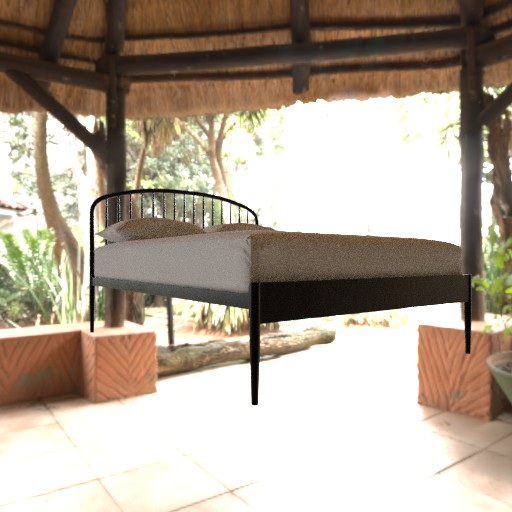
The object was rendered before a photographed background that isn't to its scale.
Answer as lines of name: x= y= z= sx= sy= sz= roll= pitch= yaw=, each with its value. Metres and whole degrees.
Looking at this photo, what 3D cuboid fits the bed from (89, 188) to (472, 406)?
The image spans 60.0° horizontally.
bed: x=0.000 y=0.000 z=3.027 sx=1.618 sy=1.166 sz=2.159 roll=0 pitch=-1 yaw=-36
